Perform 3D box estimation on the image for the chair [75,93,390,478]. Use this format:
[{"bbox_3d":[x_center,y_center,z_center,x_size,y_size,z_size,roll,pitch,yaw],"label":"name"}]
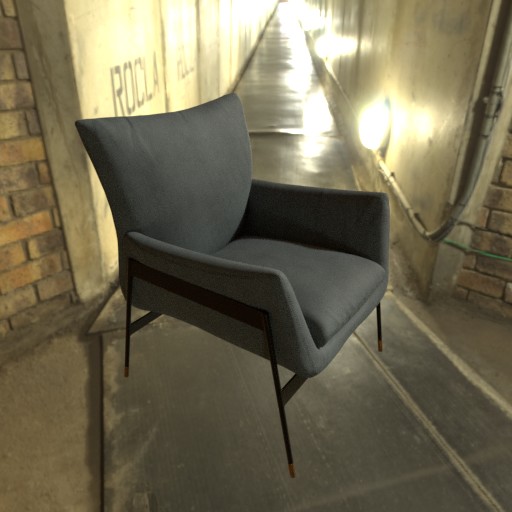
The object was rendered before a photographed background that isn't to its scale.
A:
[{"bbox_3d":[0.000,0.000,1.391,0.709,0.858,0.678,18,32,31],"label":"chair"}]
